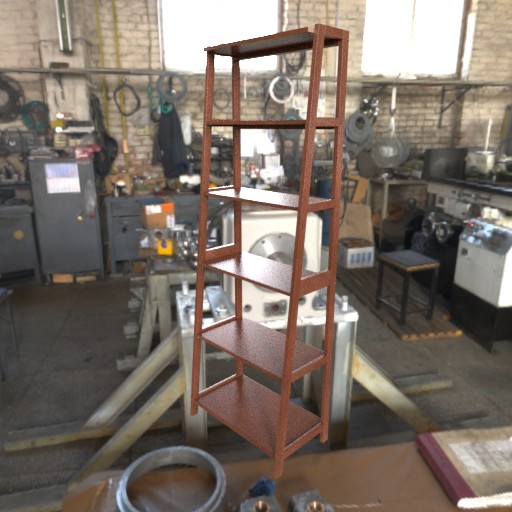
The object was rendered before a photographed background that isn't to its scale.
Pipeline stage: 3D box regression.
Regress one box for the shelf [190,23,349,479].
[{"bbox_3d":[0.000,0.000,2.095,0.382,1.892,0.660,-15,22,-42],"label":"shelf"}]
